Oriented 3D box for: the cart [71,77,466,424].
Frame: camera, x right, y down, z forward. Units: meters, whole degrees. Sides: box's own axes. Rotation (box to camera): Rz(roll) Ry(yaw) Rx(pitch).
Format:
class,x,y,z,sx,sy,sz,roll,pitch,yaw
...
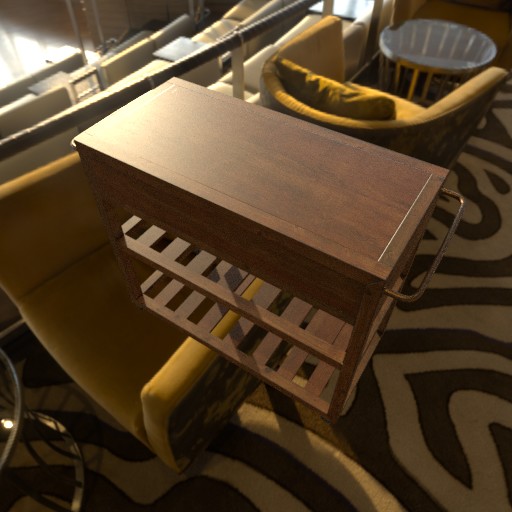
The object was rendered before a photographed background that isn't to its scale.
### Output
class,x,y,z,sx,sy,sz,roll,pitch,yaw
cart,0.000,0.000,1.491,1.065,0.830,0.445,26,53,21
